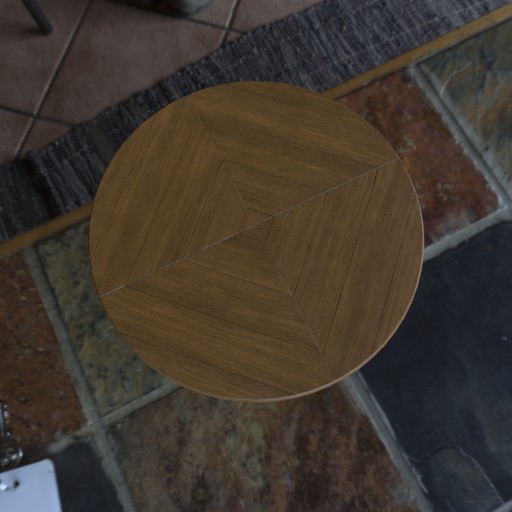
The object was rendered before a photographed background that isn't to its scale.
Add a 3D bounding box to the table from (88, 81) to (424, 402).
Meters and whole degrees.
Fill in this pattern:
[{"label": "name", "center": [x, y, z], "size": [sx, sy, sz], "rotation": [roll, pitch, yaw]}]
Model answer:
[{"label": "table", "center": [0.000, 0.000, 1.749], "size": [1.055, 0.757, 1.055], "rotation": [0, 75, 0]}]
